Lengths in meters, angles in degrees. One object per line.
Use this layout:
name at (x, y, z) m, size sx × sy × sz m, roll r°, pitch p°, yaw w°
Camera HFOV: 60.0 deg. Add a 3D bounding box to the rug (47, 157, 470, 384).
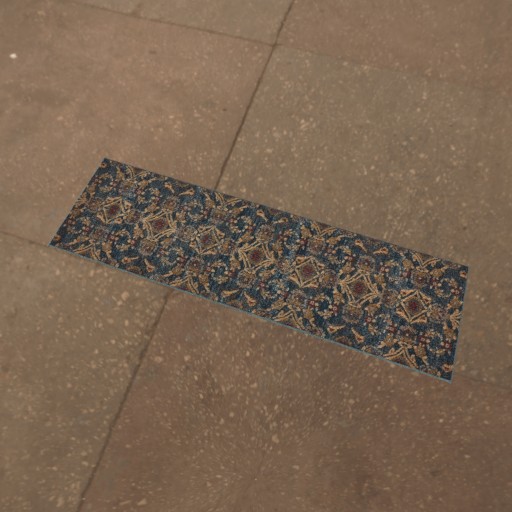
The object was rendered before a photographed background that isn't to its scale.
rug at (0.000, 0.000, 2.505) m, size 2.292 × 0.014 × 0.685 m, roll 18°, pitch 65°, yaw 9°
